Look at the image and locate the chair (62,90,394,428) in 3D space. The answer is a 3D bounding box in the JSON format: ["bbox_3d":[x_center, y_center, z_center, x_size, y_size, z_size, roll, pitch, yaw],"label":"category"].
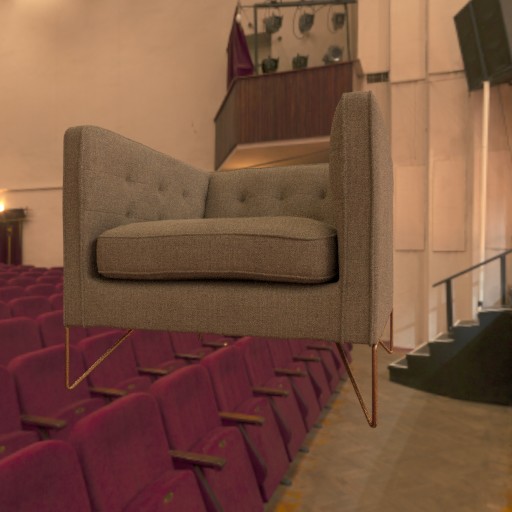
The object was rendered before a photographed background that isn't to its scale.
[{"bbox_3d":[0.000,0.000,1.569,0.920,0.799,0.912,0,0,20],"label":"chair"}]
